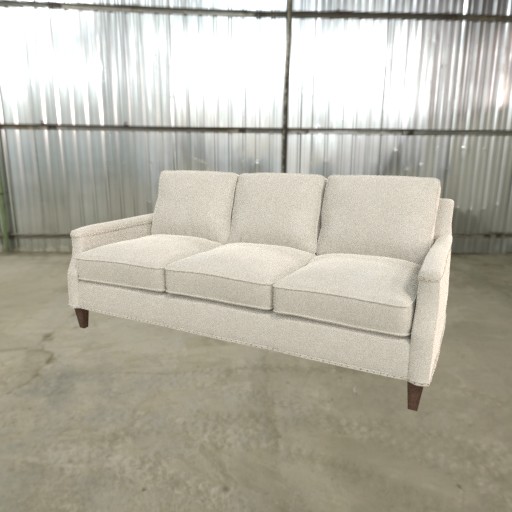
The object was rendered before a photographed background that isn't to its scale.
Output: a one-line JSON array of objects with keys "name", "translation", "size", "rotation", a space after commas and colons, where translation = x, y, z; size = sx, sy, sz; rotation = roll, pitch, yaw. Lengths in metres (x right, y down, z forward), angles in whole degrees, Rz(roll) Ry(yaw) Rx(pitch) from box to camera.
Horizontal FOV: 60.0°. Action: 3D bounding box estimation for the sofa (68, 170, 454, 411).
[{"name": "sofa", "translation": [0.000, 0.000, 2.793], "size": [2.246, 1.003, 1.084], "rotation": [7, 15, 26]}]
